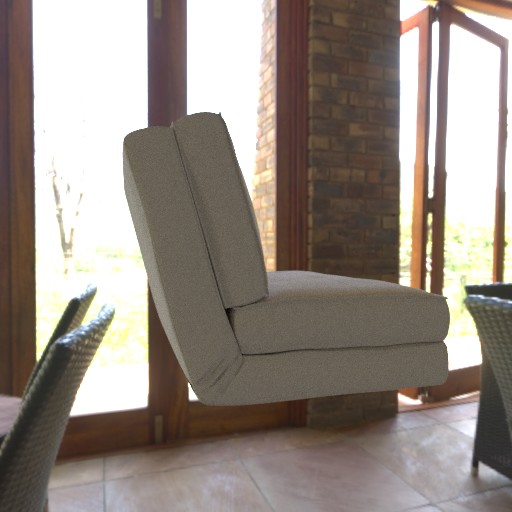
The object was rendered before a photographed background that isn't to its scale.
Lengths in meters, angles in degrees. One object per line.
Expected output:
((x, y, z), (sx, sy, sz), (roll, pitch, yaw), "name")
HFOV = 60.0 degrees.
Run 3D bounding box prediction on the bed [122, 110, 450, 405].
((0.000, 0.000, 1.307), (0.749, 0.614, 0.799), (0, 1, -16), "bed")
